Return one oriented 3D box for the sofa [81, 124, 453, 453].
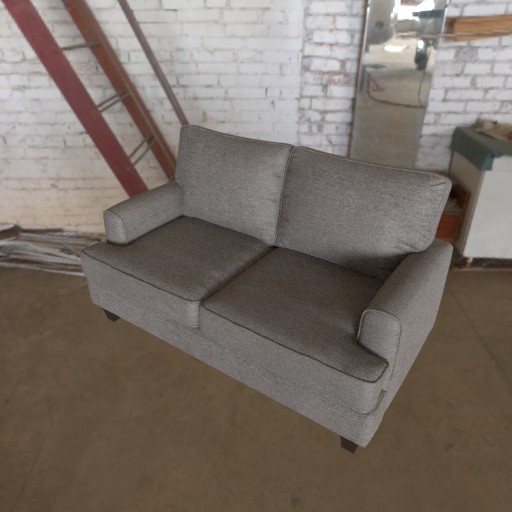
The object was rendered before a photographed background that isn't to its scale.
[{"bbox_3d":[0.000,0.000,2.206,1.651,0.965,0.965,20,36,30],"label":"sofa"}]
